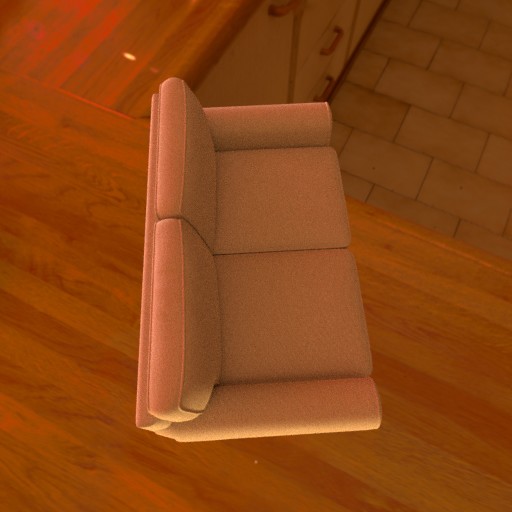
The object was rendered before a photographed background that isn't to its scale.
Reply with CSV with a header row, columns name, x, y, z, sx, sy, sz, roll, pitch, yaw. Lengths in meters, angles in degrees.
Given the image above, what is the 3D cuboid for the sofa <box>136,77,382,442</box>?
name,x,y,z,sx,sy,sz,roll,pitch,yaw
sofa,0.000,0.000,2.272,0.991,0.940,1.727,-3,65,-1
